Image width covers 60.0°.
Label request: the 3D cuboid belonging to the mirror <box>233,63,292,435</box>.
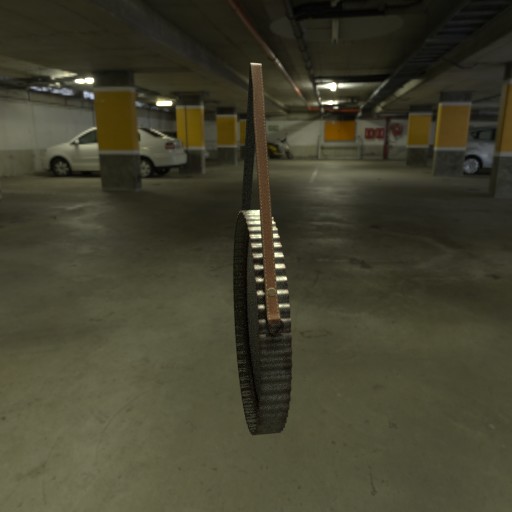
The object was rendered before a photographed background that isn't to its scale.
[{"bbox_3d":[0.000,0.000,0.703,0.042,0.568,0.355,-2,15,-8],"label":"mirror"}]
